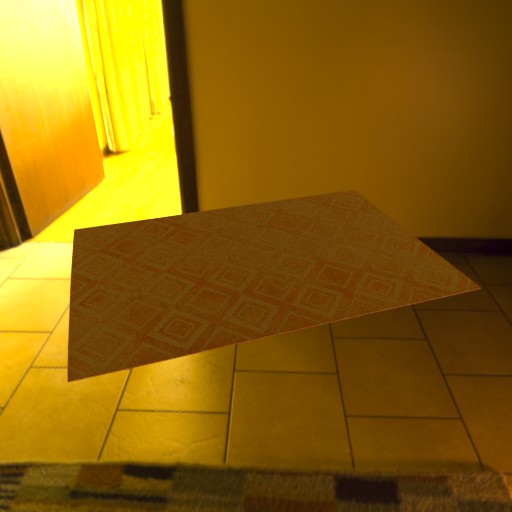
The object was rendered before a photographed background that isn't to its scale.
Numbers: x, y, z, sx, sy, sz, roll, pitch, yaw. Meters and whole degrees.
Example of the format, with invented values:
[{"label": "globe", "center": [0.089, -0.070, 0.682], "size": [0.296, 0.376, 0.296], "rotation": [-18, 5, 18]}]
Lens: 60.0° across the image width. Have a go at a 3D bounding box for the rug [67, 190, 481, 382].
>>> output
[{"label": "rug", "center": [0.000, 0.000, 2.317], "size": [1.829, 0.010, 1.213], "rotation": [-10, 33, -16]}]
